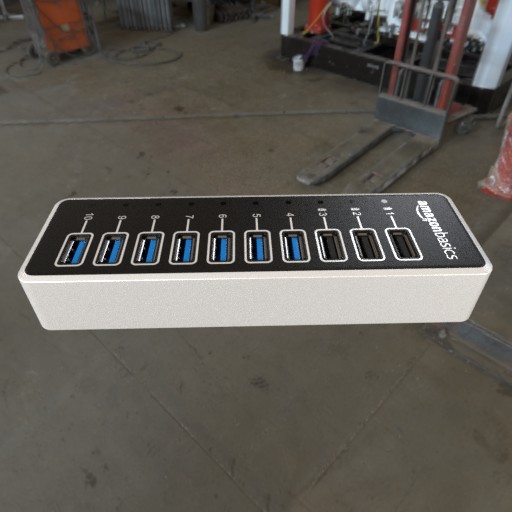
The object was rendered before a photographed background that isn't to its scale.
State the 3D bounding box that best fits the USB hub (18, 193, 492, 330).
[{"bbox_3d":[0.000,0.000,0.156,0.145,0.023,0.044,-1,42,-1],"label":"USB hub"}]
